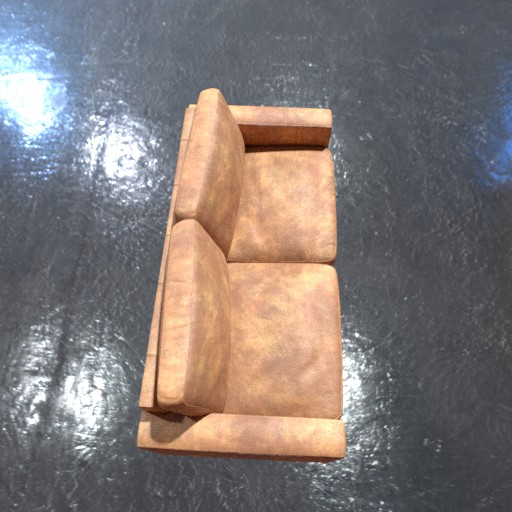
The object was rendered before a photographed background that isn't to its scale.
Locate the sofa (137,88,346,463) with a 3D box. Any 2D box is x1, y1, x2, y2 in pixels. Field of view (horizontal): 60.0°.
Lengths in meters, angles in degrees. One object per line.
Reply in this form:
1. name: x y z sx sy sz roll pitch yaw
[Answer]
1. sofa: 0.000 0.000 2.647 1.016 0.873 2.179 2 63 1
